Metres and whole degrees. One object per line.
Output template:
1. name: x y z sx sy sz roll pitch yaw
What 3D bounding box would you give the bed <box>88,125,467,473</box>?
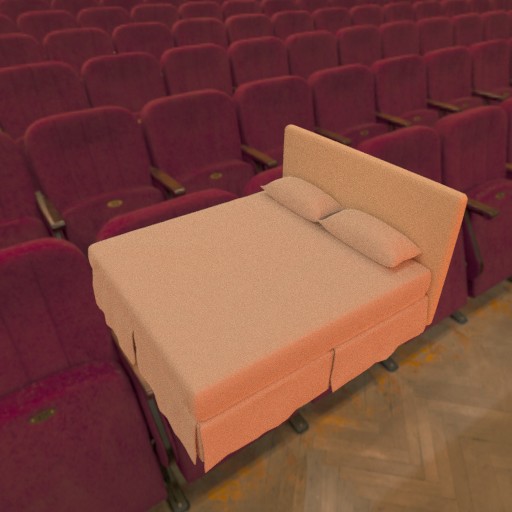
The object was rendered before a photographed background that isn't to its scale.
1. bed: 0.000 0.000 3.684 2.341 1.317 2.119 -21 39 -28
